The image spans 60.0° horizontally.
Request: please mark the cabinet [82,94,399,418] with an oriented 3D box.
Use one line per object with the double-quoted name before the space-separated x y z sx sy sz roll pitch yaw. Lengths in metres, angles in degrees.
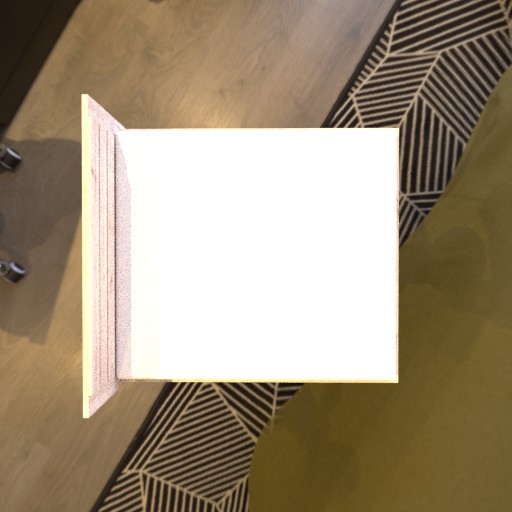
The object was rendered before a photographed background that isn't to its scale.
"cabinet" 0.000 0.000 3.126 2.080 0.970 1.950 0 91 1
